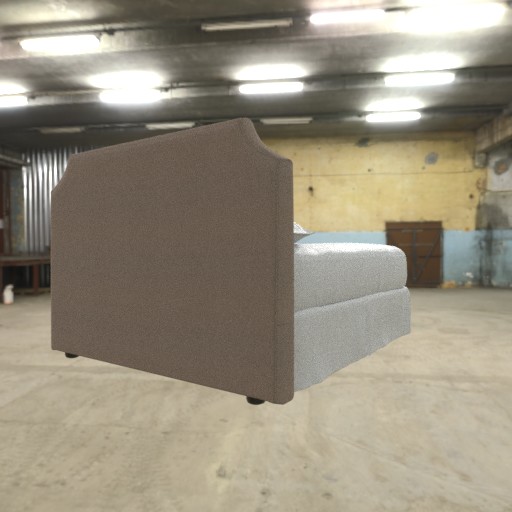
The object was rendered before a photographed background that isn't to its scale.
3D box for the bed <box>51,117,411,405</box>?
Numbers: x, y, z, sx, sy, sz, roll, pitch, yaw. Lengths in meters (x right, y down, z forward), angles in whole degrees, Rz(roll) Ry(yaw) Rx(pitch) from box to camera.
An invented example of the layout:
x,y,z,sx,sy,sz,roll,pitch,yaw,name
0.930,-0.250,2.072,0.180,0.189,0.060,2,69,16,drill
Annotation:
x,y,z,sx,sy,sz,roll,pitch,yaw,name
0.000,0.000,3.263,1.828,1.303,2.164,1,1,36,bed
